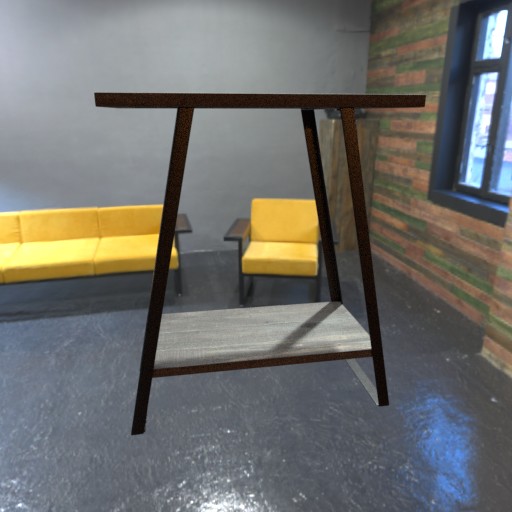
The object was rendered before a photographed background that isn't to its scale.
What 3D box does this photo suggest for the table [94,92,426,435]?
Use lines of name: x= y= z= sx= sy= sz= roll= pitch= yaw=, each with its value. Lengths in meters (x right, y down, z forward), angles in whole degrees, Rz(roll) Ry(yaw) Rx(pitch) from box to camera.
table: x=0.000 y=0.000 z=1.033 sx=0.599 sy=0.701 sz=0.300 roll=-3 pitch=18 yaw=-9
